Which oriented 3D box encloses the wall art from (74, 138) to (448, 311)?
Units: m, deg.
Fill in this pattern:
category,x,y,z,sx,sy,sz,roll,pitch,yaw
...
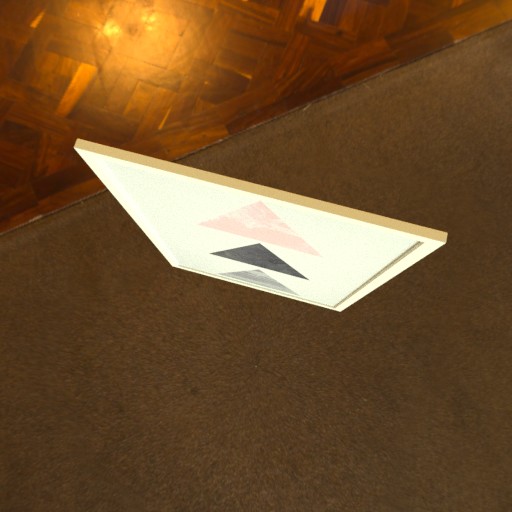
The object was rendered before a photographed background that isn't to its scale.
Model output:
category,x,y,z,sx,sy,sz,roll,pitch,yaw
wall art,0.000,0.000,0.844,0.456,0.656,0.013,15,76,4
